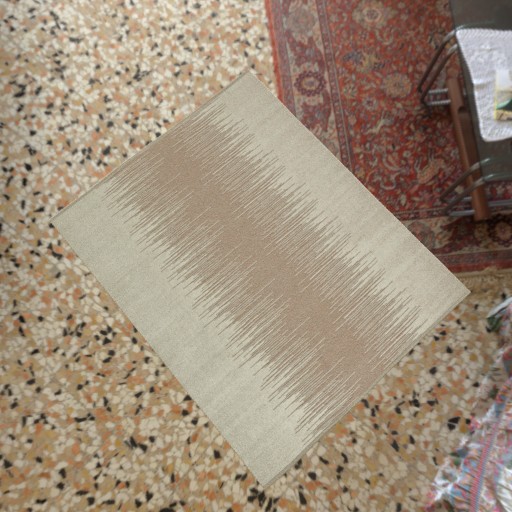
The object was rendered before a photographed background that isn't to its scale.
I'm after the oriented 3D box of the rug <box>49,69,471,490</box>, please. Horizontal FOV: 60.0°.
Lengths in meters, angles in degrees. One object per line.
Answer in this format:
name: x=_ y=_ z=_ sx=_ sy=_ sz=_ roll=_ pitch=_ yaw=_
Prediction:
rug: x=0.000 y=0.000 z=4.019 sx=2.438 sy=0.013 sz=3.048 roll=-40 pitch=80 yaw=-9
